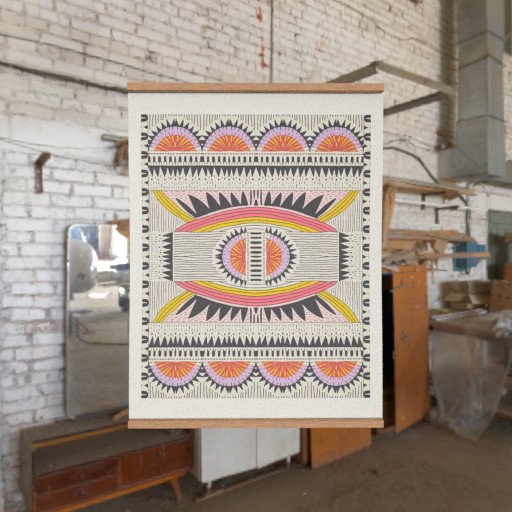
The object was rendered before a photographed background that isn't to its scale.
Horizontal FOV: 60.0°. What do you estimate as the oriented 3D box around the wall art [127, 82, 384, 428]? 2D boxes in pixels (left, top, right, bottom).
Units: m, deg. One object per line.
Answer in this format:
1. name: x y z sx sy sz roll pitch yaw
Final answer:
1. wall art: 0.000 0.000 0.796 0.456 0.609 0.028 0 1 -1
